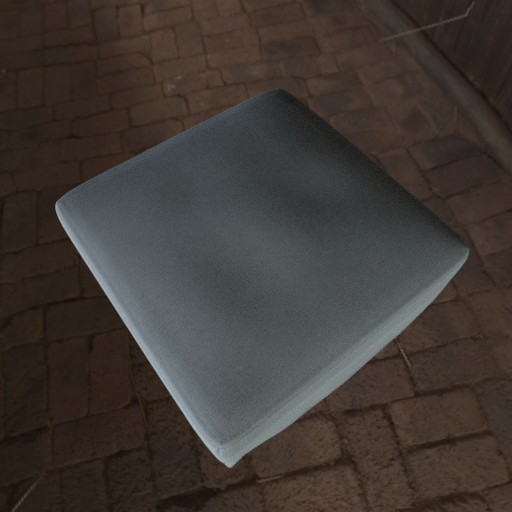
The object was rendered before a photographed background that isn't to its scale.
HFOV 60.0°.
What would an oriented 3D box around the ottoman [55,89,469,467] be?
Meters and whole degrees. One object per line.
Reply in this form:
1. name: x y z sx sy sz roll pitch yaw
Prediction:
1. ottoman: 0.000 0.000 1.337 0.843 0.441 0.842 -33 65 -18
